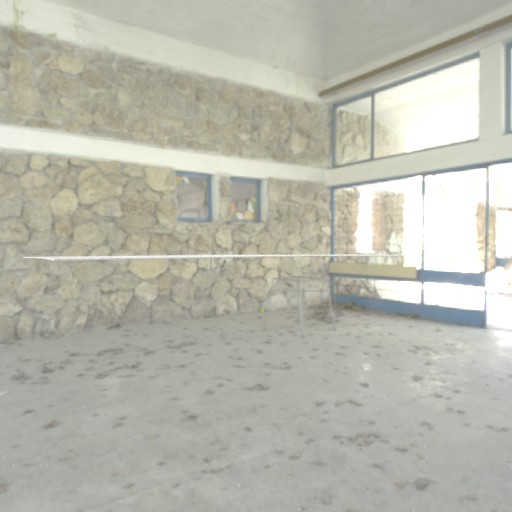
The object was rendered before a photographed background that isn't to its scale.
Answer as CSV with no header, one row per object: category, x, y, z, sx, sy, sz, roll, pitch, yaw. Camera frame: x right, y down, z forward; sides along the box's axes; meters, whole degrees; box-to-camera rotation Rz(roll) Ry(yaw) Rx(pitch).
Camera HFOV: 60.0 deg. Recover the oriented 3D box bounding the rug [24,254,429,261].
rug,0.000,0.000,2.597,2.346,0.013,0.712,0,1,-35
